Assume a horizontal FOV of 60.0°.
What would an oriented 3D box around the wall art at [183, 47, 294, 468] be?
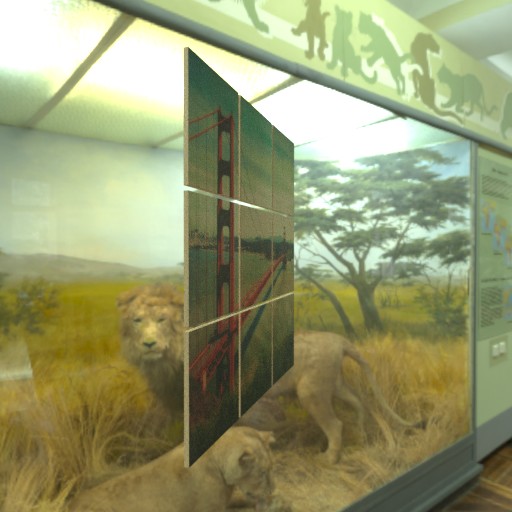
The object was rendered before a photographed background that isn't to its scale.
[{"bbox_3d":[0.000,0.000,1.846,0.016,1.207,1.217,0,1,19],"label":"wall art"}]
